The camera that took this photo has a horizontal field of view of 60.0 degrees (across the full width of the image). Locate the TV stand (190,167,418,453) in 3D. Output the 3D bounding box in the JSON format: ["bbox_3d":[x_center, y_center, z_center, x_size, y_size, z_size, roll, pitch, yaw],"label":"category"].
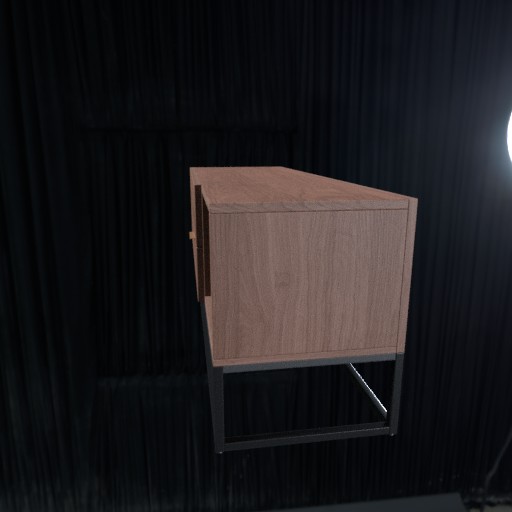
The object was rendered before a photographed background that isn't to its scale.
[{"bbox_3d":[0.000,0.000,1.418,0.415,0.500,1.200,-2,14,-9],"label":"TV stand"}]
